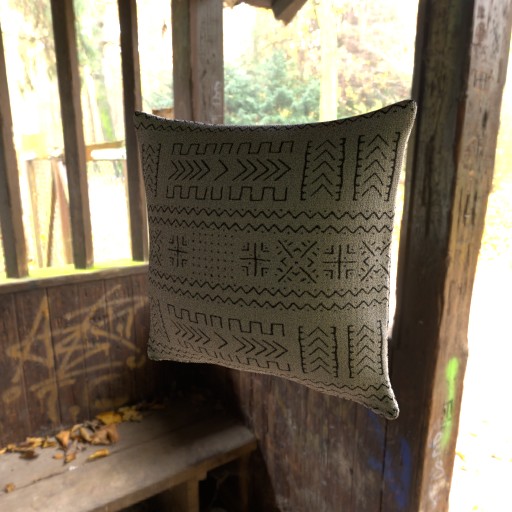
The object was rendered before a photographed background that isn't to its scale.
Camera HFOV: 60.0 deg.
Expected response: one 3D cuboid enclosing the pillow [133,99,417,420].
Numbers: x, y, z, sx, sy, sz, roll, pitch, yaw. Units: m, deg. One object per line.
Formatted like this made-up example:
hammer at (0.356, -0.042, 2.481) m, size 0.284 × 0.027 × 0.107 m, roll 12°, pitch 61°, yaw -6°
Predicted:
pillow at (0.000, 0.000, 0.660) m, size 0.438 × 0.430 × 0.164 m, roll 7°, pitch 15°, yaw 26°
